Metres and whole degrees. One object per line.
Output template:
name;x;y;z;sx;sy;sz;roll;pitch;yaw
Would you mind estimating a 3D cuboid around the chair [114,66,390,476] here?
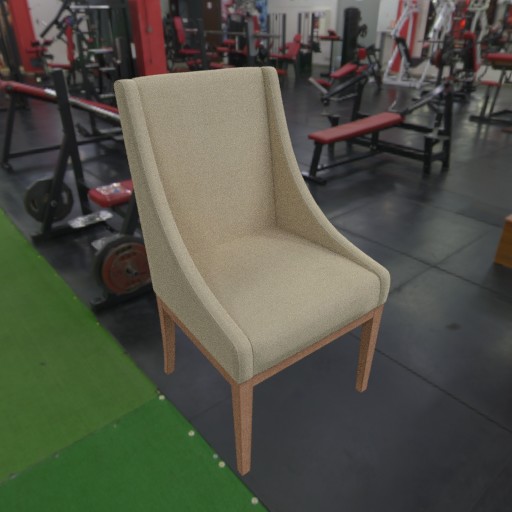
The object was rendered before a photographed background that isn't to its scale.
chair;0.000;0.000;1.381;0.575;1.021;0.611;-21;35;-32
